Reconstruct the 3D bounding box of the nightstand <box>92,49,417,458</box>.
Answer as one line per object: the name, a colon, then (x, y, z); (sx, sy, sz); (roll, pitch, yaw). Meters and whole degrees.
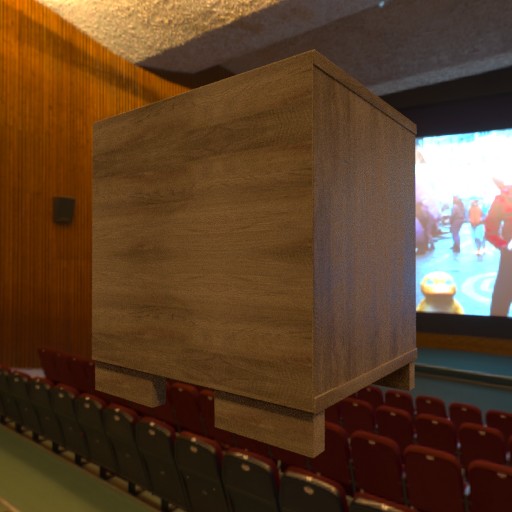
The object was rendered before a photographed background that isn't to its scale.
nightstand: (0.000, 0.000, 0.748); (0.427, 0.448, 0.347); (0, -1, 38)
